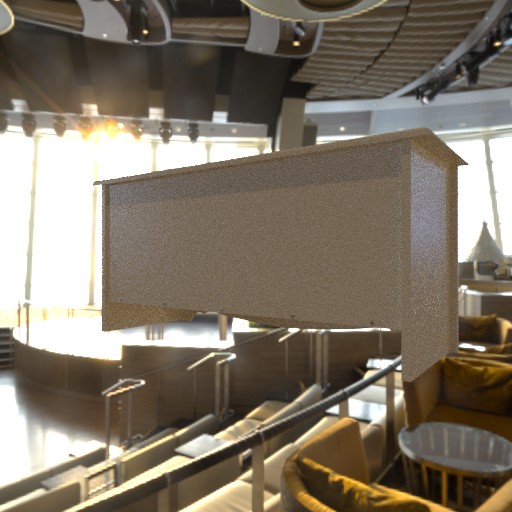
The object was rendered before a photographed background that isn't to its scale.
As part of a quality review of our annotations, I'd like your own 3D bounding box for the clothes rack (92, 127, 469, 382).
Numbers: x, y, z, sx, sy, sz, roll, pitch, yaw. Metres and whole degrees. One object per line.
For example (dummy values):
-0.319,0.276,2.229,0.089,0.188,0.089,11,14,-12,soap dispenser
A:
0.000,0.000,1.464,1.218,0.558,0.405,0,0,36,clothes rack
